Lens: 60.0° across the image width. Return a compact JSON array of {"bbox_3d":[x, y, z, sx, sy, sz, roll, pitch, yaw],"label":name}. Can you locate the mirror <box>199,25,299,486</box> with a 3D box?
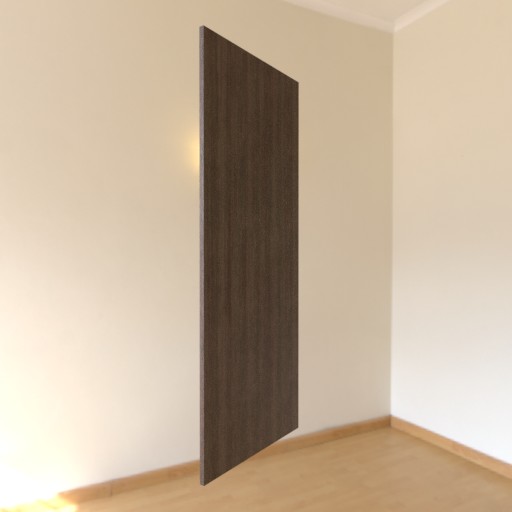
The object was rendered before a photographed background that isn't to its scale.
[{"bbox_3d":[0.000,0.000,2.289,0.025,2.032,0.812,0,1,36],"label":"mirror"}]
